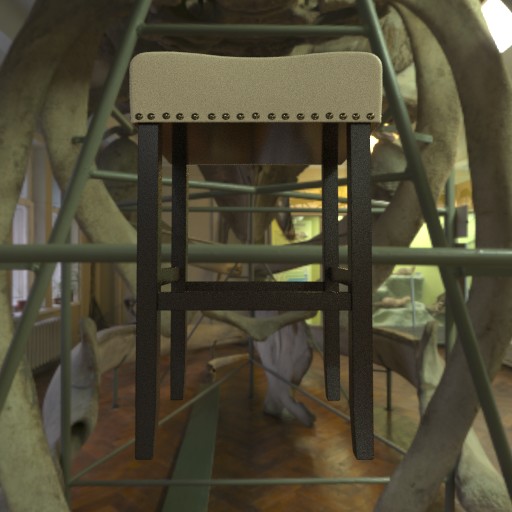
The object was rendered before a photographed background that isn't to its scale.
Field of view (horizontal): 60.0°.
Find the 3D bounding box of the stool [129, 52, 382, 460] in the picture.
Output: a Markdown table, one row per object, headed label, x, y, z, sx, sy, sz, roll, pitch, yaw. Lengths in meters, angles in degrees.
| label | x | y | z | sx | sy | sz | roll | pitch | yaw |
| --- | --- | --- | --- | --- | --- | --- | --- | --- | --- |
| stool | 0.000 | 0.000 | 1.010 | 0.471 | 0.762 | 0.401 | 0 | 0 | 0 |
